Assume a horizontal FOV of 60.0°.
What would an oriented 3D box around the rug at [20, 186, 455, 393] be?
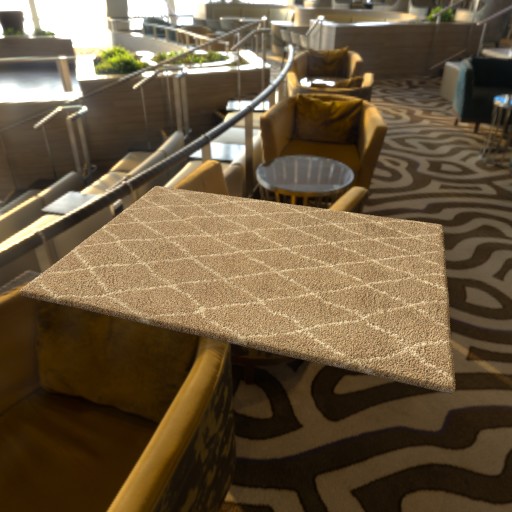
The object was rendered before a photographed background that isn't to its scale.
[{"bbox_3d":[0.000,0.000,2.187,1.778,0.030,1.219,10,33,15],"label":"rug"}]
